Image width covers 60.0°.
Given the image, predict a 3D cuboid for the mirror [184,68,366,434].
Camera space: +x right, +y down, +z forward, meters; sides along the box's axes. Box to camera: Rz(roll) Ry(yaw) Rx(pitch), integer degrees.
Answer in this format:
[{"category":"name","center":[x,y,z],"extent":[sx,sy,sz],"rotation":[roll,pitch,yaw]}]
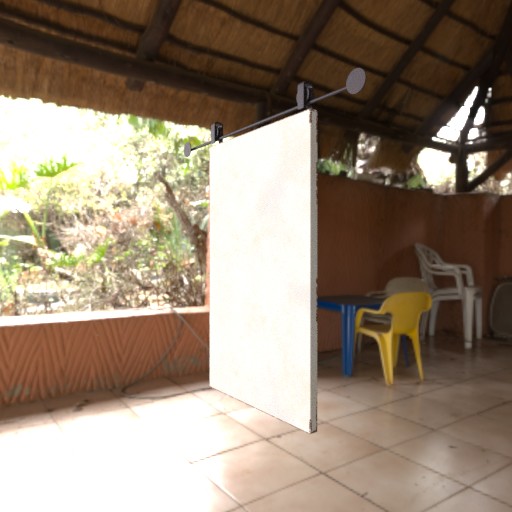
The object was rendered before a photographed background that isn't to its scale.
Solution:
[{"category":"mirror","center":[0.000,0.000,1.245],"extent":[0.037,0.844,0.808],"rotation":[0,0,-36]}]
